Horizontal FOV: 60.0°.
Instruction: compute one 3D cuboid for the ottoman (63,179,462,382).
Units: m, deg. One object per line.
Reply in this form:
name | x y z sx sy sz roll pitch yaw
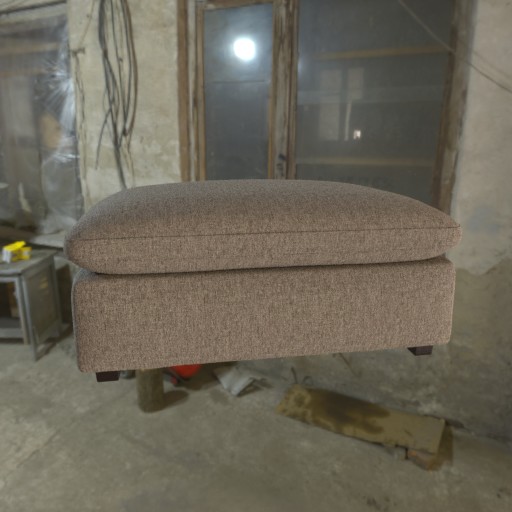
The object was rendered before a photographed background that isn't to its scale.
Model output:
ottoman | 0.000 0.000 1.367 0.977 0.451 0.694 -2 15 -9
